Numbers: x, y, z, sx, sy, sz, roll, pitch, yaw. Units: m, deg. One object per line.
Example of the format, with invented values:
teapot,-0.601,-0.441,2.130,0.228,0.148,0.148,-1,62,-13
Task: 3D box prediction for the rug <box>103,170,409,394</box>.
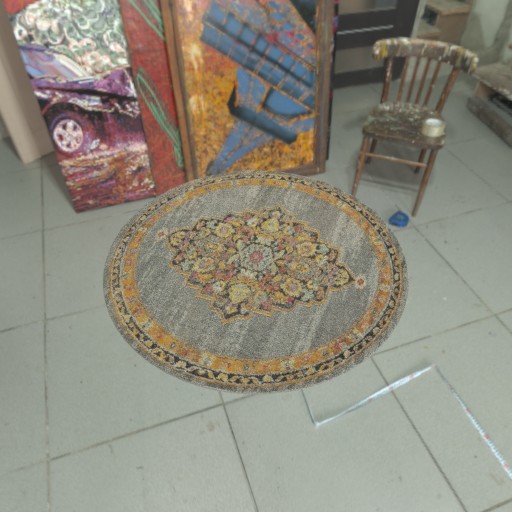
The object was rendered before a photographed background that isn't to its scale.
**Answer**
rug,0.000,0.000,3.547,2.382,0.014,2.382,0,45,0
